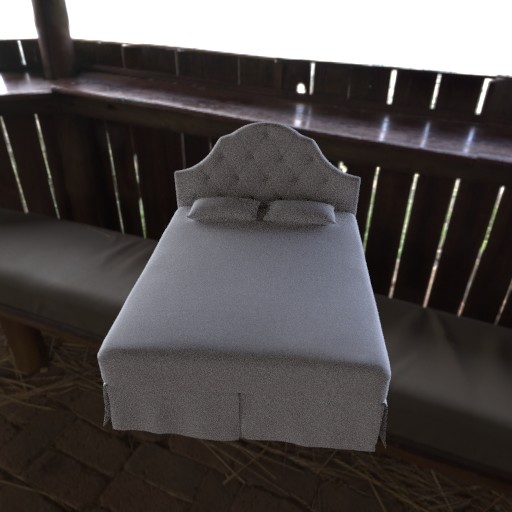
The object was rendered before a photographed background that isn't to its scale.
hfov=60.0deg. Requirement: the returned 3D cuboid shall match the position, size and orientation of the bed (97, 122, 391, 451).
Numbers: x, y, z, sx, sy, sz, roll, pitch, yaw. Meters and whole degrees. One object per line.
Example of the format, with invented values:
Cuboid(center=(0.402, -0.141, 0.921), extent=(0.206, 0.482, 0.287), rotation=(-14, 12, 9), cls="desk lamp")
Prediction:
Cuboid(center=(0.000, 0.000, 3.767), extent=(2.039, 1.617, 2.477), rotation=(3, 31, 4), cls="bed")
